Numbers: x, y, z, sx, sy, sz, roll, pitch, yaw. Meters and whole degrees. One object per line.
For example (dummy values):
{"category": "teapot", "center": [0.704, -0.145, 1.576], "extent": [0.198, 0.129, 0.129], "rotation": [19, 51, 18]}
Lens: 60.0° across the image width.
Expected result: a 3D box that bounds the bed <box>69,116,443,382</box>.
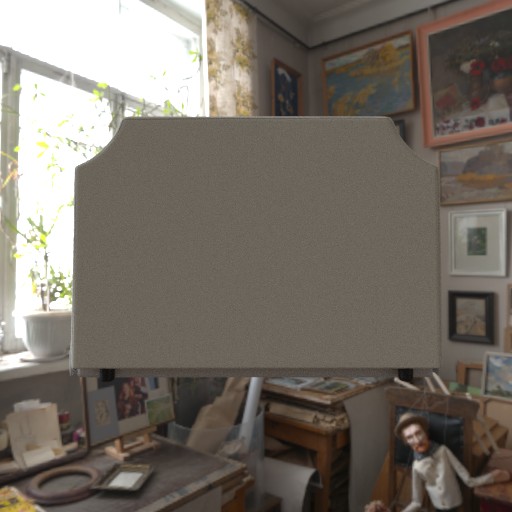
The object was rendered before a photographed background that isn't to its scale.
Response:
{"category": "bed", "center": [0.000, 0.000, 4.012], "extent": [2.350, 1.590, 2.773], "rotation": [0, -2, 0]}
